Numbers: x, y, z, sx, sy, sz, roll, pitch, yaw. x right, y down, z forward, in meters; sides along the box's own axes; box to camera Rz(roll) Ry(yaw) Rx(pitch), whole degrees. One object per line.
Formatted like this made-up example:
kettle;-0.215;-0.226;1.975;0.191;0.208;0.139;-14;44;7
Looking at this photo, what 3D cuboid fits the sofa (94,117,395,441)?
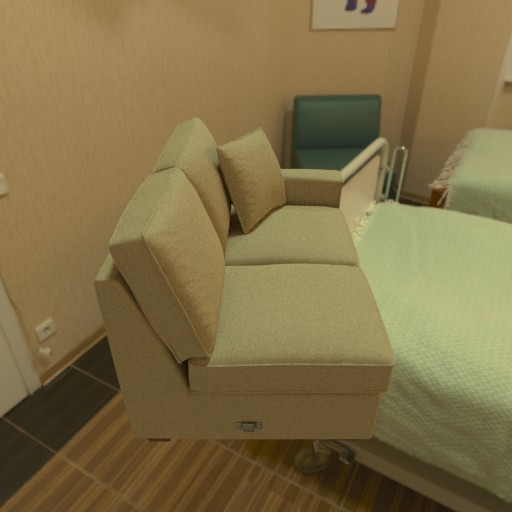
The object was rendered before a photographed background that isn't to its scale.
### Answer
sofa;0.000;0.000;2.077;0.991;0.989;1.388;0;33;0
